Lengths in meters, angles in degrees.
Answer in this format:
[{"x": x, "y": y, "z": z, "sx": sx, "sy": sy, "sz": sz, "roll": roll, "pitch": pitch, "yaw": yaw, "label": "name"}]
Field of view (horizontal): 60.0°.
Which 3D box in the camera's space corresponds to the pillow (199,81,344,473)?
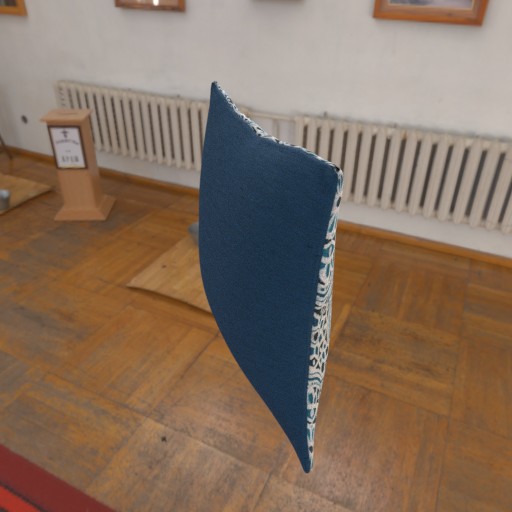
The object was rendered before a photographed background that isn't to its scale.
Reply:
[{"x": 0.000, "y": 0.000, "z": 0.652, "sx": 0.145, "sy": 0.420, "sz": 0.440, "roll": -10, "pitch": 32, "yaw": -16, "label": "pillow"}]
